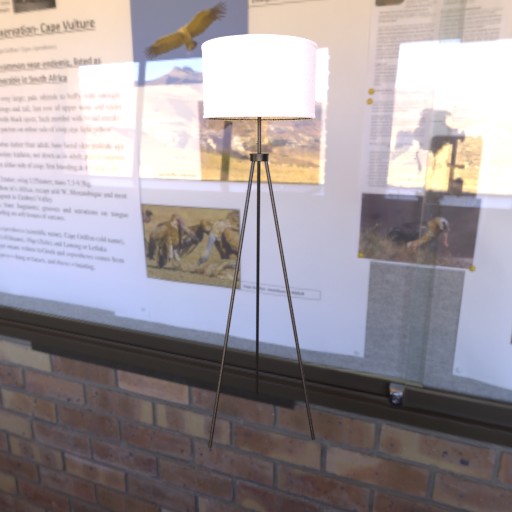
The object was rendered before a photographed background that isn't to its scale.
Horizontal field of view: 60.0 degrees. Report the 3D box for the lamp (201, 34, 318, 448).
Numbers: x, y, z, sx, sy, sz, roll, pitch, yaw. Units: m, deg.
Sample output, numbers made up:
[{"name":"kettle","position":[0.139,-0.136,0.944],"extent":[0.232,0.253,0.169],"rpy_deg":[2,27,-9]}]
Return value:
[{"name":"lamp","position":[0.000,0.000,1.791],"extent":[0.448,1.545,0.458],"rpy_deg":[-3,15,-10]}]
